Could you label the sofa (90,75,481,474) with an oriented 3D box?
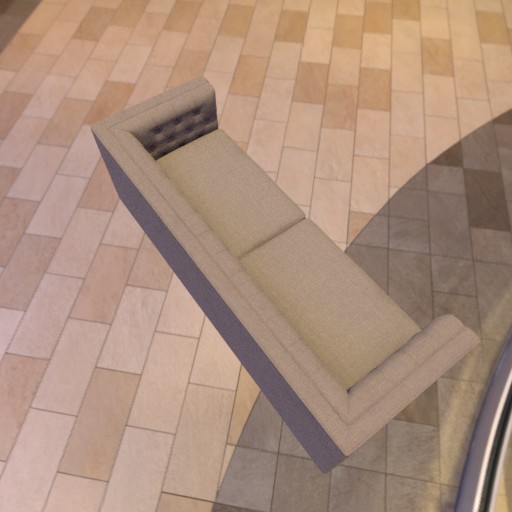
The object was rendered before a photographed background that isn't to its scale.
[{"bbox_3d":[0.000,0.000,2.505,0.775,0.762,2.159,-32,64,-18],"label":"sofa"}]
